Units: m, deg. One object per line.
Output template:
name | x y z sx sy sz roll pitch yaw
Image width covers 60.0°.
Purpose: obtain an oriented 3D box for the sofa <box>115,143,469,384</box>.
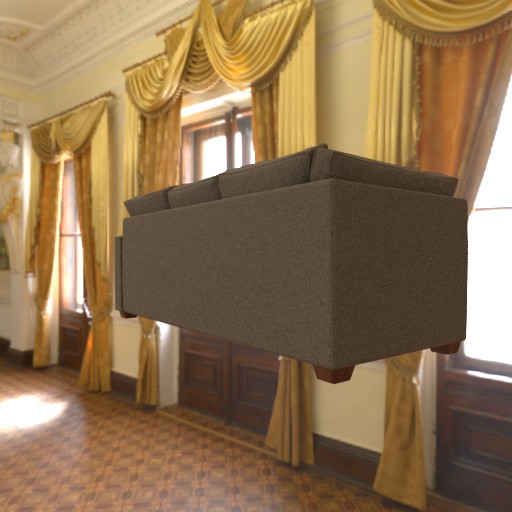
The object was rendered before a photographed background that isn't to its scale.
sofa | 0.000 0.000 2.851 1.061 0.962 2.317 0 0 -37
